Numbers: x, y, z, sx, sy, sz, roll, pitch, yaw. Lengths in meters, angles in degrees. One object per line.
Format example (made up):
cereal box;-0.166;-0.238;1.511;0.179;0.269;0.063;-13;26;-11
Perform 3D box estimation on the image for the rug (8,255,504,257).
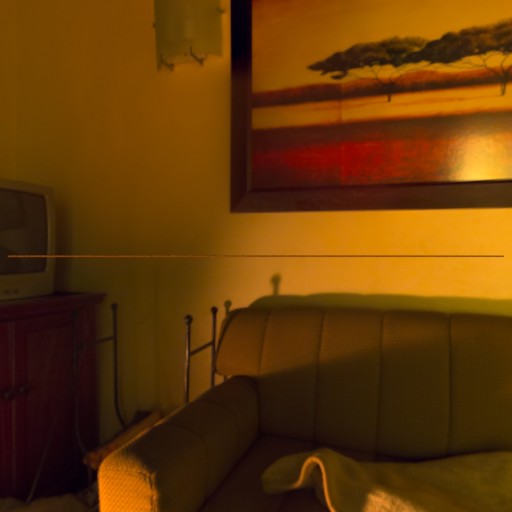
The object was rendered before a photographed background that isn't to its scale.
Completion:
rug;0.000;0.000;2.936;2.438;0.008;1.523;0;0;0
